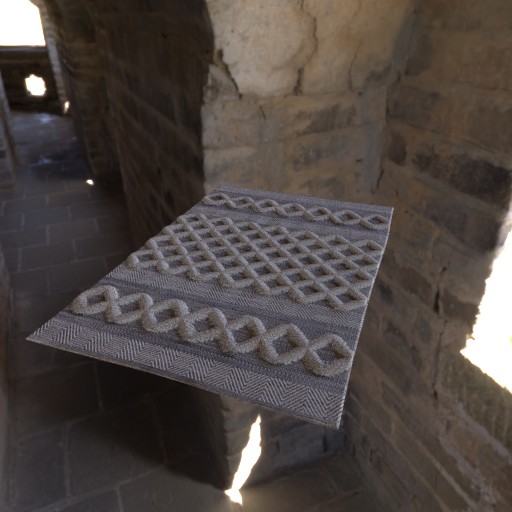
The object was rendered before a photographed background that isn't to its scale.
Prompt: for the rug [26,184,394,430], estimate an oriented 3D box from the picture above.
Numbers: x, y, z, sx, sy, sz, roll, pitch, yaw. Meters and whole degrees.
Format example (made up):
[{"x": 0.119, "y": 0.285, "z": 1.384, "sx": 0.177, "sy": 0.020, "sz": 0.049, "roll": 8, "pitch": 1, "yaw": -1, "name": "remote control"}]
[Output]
[{"x": 0.000, "y": 0.000, "z": 2.266, "sx": 1.222, "sy": 0.030, "sz": 1.823, "roll": 10, "pitch": 31, "yaw": 18, "name": "rug"}]
